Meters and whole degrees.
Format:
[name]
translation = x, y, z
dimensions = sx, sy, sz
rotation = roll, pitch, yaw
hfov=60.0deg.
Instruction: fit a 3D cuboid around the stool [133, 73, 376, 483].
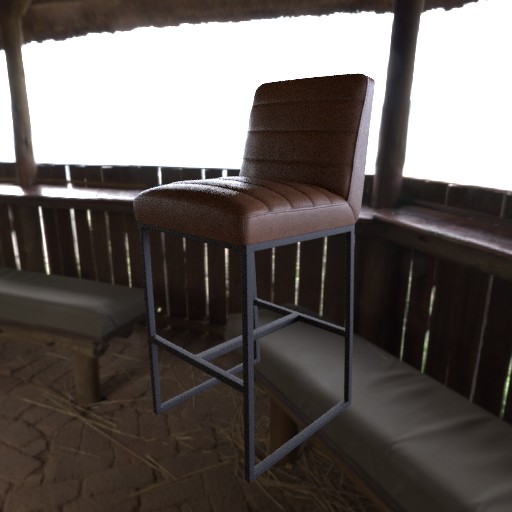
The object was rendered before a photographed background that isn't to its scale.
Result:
[stool]
translation = 0.000, 0.000, 1.333
dimensions = 0.458, 1.040, 0.556
rotation = 14, 21, 42
